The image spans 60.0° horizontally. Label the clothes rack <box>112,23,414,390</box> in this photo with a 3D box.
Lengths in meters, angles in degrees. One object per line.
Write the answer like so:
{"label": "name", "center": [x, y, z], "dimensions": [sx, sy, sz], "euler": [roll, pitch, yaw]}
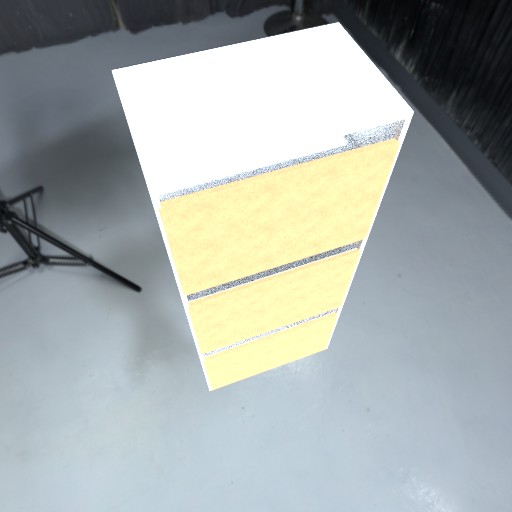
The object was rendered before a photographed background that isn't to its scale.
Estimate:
{"label": "clothes rack", "center": [0.000, 0.000, 1.352], "dimensions": [0.500, 1.187, 0.330], "euler": [-17, 59, -11]}
